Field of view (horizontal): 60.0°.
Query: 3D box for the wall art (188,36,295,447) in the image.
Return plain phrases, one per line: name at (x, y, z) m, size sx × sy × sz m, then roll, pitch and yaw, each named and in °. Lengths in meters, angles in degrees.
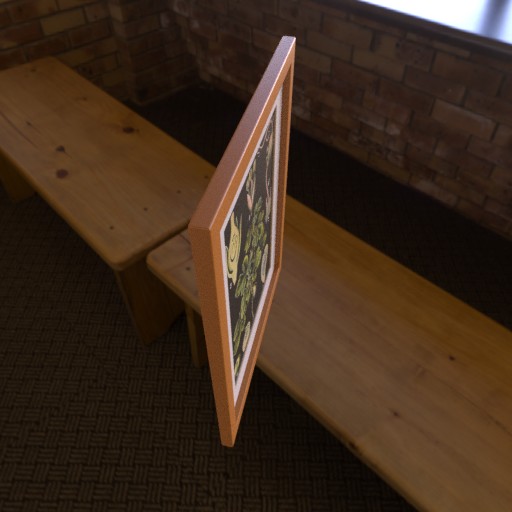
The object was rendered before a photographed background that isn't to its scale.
wall art at (0.000, 0.000, 0.519) m, size 0.015 × 0.379 × 0.310 m, roll 10°, pitch 48°, yaw 9°
